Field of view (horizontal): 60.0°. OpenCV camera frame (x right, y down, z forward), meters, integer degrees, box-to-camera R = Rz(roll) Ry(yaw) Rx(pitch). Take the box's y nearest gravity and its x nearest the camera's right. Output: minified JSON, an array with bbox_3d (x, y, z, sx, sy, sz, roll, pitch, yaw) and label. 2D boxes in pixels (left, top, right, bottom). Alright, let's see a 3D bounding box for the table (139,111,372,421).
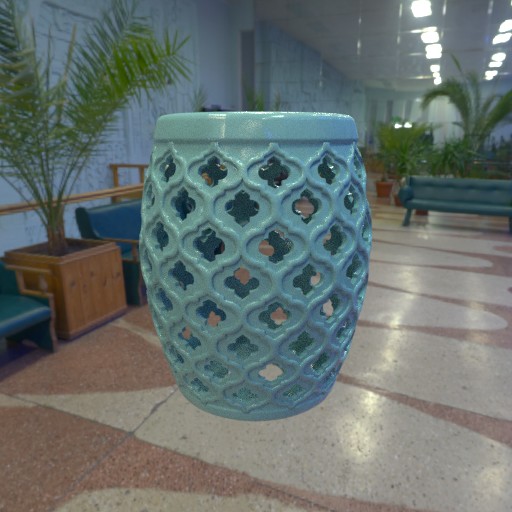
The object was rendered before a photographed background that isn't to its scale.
[{"bbox_3d":[0.000,0.000,0.645,0.325,0.388,0.325,0,15,0],"label":"table"}]
